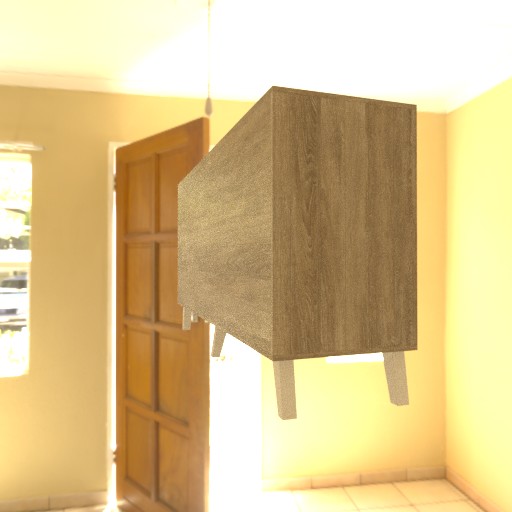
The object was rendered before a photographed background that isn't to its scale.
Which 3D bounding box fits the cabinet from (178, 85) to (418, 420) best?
[{"bbox_3d":[0.000,0.000,1.974,0.450,0.870,1.600,0,-1,-19],"label":"cabinet"}]
